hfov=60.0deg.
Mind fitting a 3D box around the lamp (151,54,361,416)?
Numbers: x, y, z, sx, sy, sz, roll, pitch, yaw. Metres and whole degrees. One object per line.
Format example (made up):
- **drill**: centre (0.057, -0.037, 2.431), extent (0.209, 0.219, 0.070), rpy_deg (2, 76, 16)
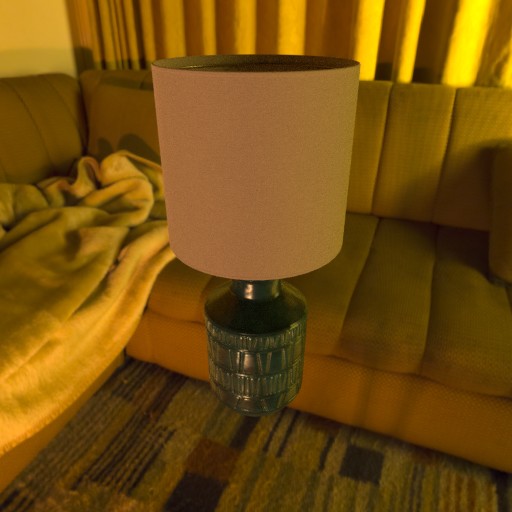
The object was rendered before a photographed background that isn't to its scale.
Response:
- **lamp**: centre (0.000, 0.000, 0.563), extent (0.211, 0.455, 0.211), rpy_deg (0, 28, 1)
